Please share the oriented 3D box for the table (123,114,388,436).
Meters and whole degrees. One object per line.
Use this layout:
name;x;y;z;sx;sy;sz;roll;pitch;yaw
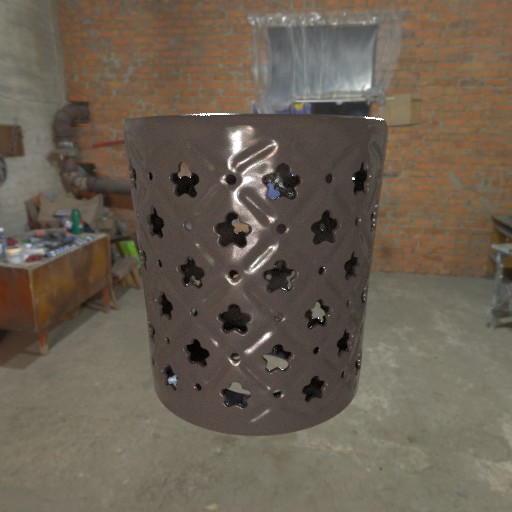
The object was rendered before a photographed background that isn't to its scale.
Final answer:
table;0.000;0.000;0.653;0.352;0.387;0.352;0;15;0
